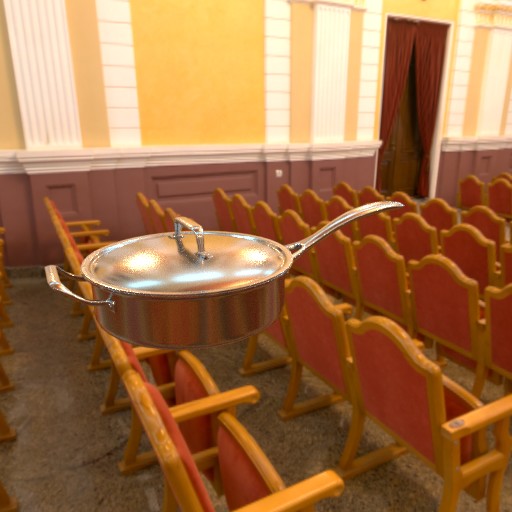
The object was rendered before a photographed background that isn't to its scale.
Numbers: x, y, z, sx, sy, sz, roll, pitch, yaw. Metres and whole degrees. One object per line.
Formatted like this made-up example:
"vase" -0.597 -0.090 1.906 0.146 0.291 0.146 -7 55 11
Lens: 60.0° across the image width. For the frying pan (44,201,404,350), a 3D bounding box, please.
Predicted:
"frying pan" 0.000 0.000 0.573 0.492 0.111 0.245 -9 19 -27
